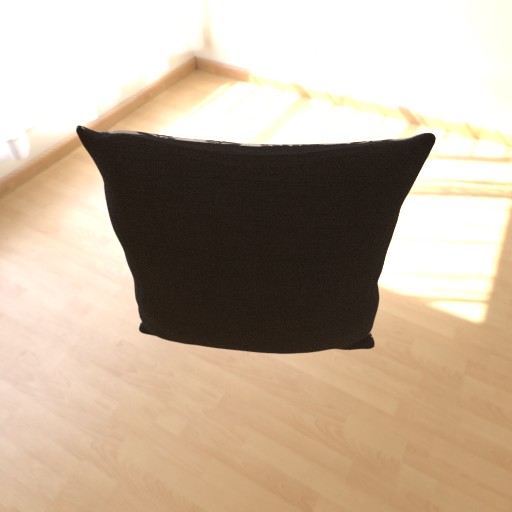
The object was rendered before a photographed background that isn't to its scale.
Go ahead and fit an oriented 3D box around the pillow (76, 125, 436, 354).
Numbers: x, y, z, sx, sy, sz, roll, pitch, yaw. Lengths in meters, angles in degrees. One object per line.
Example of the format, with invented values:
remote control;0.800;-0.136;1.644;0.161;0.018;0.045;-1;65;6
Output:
pillow;0.000;0.000;0.680;0.440;0.441;0.182;3;46;3
